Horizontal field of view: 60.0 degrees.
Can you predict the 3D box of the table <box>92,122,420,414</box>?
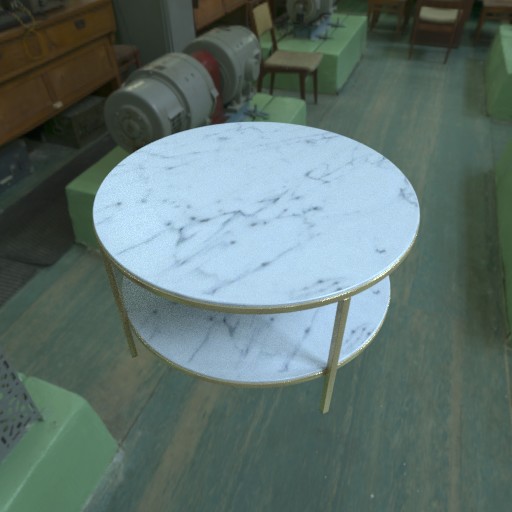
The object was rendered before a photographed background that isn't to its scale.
[{"bbox_3d":[0.000,0.000,1.264,0.800,0.450,0.800,0,41,0],"label":"table"}]
